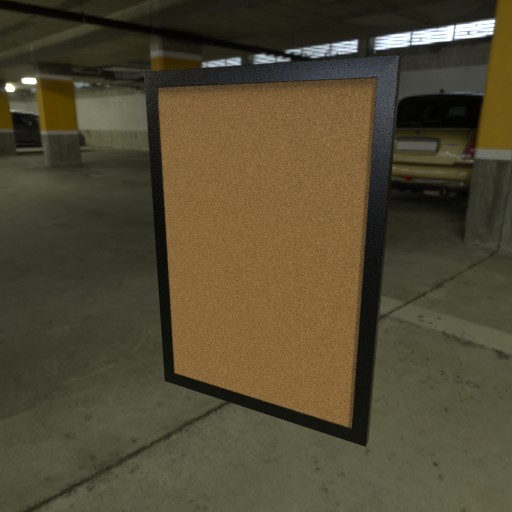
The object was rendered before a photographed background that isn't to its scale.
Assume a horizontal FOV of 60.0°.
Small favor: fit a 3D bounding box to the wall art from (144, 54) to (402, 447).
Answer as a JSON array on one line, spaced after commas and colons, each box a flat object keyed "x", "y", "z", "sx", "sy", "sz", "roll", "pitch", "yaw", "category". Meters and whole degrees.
[{"x": 0.000, "y": 0.000, "z": 0.542, "sx": 0.304, "sy": 0.432, "sz": 0.013, "roll": 9, "pitch": 19, "yaw": 27, "category": "wall art"}]
